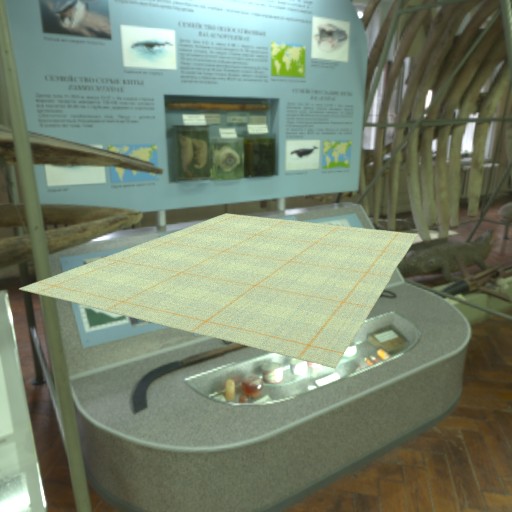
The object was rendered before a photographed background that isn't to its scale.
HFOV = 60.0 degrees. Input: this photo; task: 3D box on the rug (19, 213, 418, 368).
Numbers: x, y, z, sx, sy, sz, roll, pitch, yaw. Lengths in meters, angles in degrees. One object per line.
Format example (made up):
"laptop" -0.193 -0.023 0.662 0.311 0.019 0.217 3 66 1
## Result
"rug" 0.000 0.000 4.088 2.448 0.021 3.051 9 19 25
